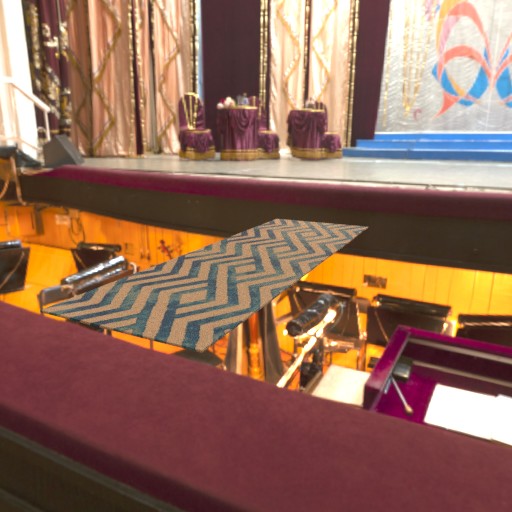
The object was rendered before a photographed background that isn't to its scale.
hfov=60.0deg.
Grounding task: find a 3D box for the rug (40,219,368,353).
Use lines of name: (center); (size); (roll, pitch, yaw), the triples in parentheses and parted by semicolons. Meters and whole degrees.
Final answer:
rug: (0.000, 0.000, 1.683); (0.503, 0.007, 1.492); (8, 17, 26)
